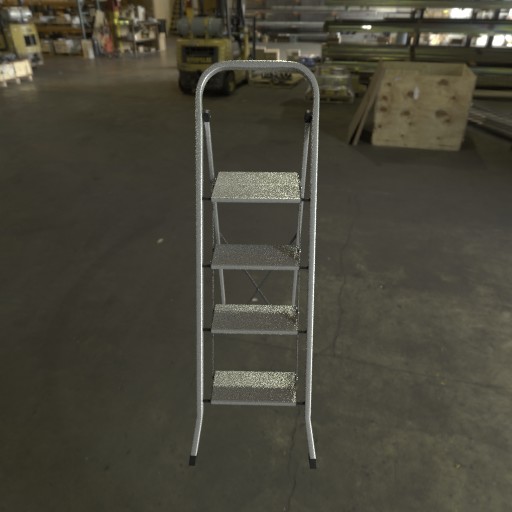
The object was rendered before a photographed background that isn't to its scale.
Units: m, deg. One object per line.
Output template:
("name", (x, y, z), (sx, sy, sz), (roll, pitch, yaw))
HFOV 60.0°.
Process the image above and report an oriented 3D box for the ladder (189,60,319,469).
("ladder", (0.000, 0.000, 1.638), (0.465, 1.290, 0.830), (1, 30, 1))
